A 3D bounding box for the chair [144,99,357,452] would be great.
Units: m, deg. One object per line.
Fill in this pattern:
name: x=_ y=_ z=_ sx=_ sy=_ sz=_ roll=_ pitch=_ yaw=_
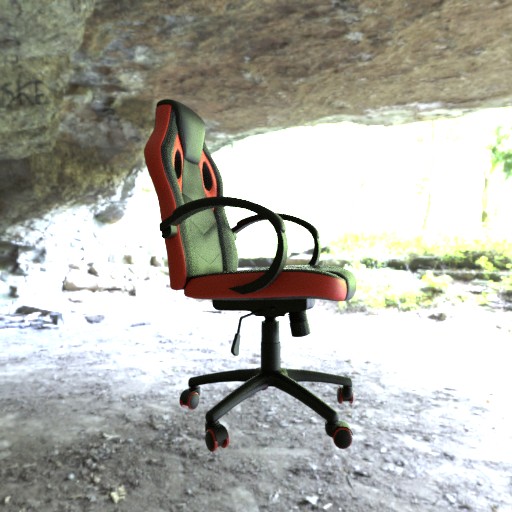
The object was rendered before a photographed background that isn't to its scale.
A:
chair: x=0.000 y=0.000 z=1.412 sx=0.642 sy=1.016 sz=0.600 roll=0 pitch=0 yaw=18
